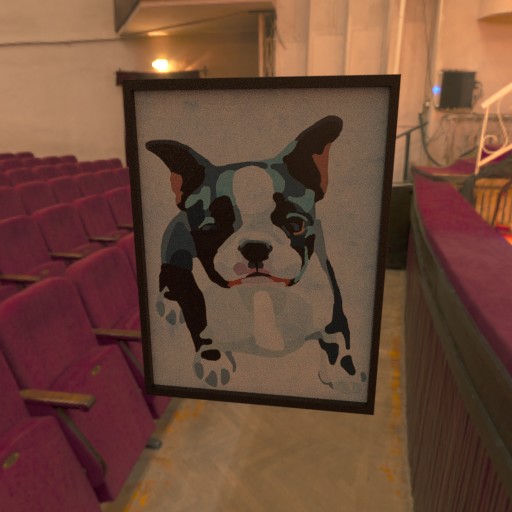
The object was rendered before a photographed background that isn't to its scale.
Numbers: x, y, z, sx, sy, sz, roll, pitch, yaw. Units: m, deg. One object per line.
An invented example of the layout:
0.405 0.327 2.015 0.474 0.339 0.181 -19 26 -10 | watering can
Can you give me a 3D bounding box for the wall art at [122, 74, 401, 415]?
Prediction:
0.000 0.000 1.366 0.774 1.027 0.030 2 15 8 | wall art
